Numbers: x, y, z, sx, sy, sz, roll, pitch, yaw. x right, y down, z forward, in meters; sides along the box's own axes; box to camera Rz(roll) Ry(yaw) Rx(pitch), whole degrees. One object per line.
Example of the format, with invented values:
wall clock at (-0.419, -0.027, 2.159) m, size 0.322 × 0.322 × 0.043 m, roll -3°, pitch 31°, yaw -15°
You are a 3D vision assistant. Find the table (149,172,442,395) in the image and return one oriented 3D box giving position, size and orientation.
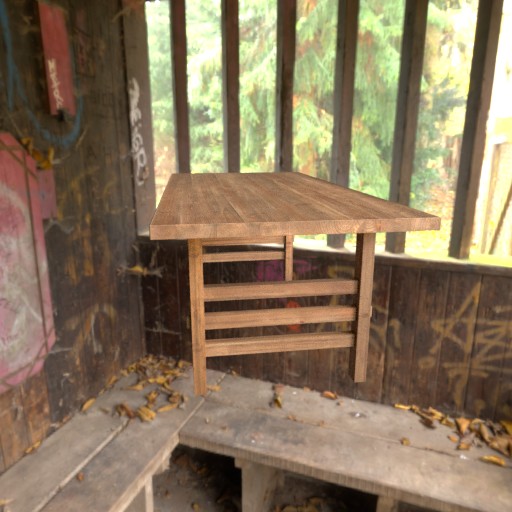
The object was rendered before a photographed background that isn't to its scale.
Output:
table at (0.000, 0.000, 2.459) m, size 0.952 × 0.760 × 2.003 m, roll -2°, pitch 15°, yaw -8°
